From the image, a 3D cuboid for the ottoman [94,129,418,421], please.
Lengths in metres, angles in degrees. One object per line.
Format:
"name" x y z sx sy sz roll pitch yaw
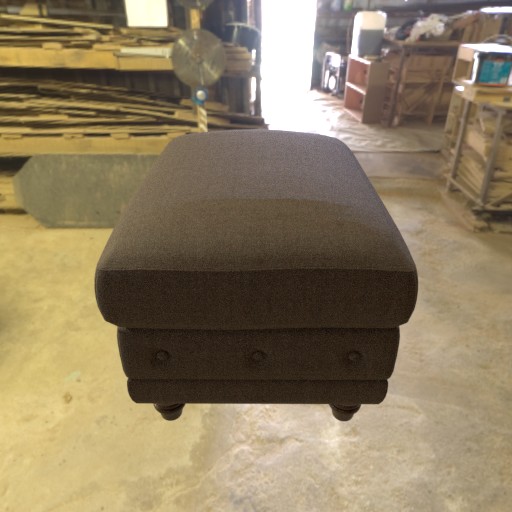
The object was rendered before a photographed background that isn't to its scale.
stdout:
"ottoman" 0.000 0.000 1.212 0.599 0.555 0.809 0 31 0
